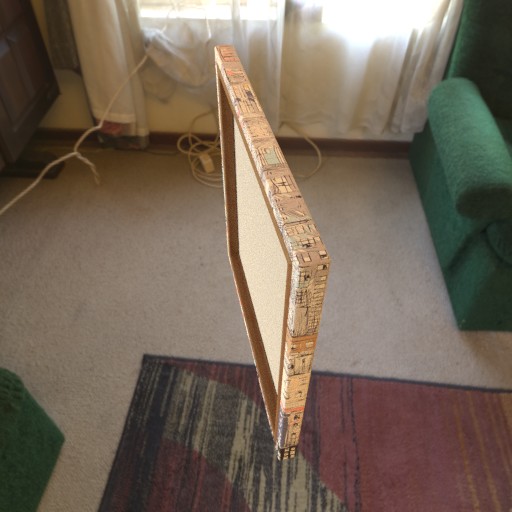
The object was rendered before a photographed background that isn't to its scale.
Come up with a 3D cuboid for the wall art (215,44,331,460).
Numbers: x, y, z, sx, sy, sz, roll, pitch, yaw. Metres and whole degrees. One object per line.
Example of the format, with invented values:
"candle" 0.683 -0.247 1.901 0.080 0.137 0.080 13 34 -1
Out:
"wall art" 0.000 0.000 0.906 0.038 0.608 0.607 -9 47 -8
